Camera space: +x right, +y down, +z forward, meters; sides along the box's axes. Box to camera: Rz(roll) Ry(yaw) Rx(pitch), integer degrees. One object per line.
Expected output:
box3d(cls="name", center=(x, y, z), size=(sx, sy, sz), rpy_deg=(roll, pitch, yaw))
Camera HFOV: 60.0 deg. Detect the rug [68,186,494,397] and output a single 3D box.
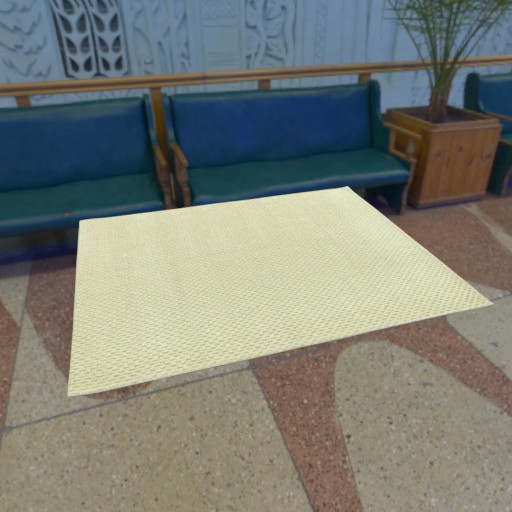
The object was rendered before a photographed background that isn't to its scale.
box3d(cls="rug", center=(0.000, 0.000, 3.751), size=(2.897, 0.035, 2.277), rpy_deg=(-9, 33, -15))
